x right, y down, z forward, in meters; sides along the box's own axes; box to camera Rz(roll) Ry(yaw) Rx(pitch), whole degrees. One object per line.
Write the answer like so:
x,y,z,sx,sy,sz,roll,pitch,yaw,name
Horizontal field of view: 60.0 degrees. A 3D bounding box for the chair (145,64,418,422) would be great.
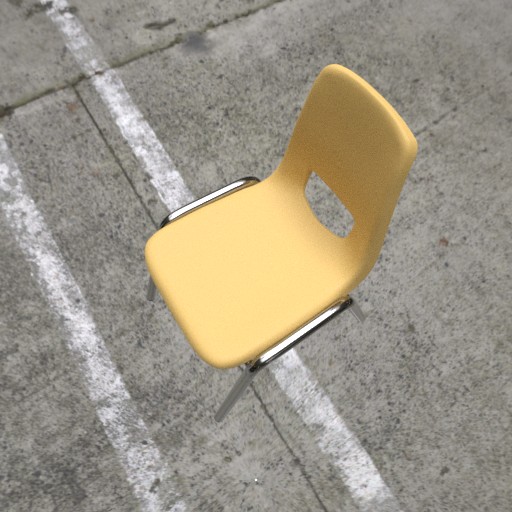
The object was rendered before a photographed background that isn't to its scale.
0.000,0.000,0.821,0.423,0.586,0.354,-30,67,-14,chair
